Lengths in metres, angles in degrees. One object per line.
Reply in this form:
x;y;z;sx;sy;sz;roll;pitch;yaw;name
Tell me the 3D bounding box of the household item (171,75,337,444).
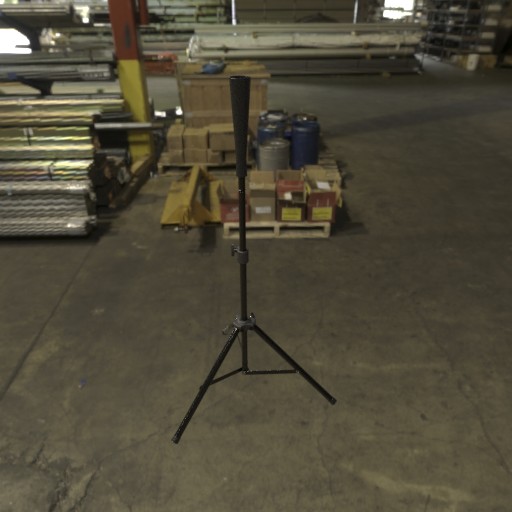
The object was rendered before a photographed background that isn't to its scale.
0.000;0.000;1.397;0.559;1.067;0.559;-1;30;-2;household item
